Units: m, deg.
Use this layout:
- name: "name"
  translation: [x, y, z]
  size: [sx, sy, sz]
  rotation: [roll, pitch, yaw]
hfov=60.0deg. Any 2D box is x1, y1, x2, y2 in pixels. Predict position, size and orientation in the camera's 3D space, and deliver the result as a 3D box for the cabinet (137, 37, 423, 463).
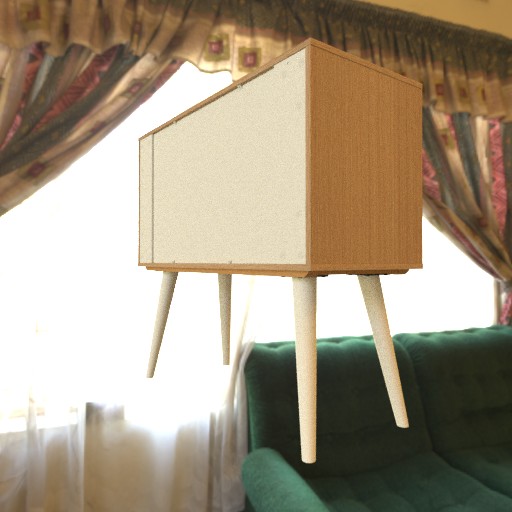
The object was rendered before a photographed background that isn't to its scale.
- name: "cabinet"
  translation: [0.000, 0.000, 1.601]
  size: [0.470, 1.016, 1.057]
  rotation: [1, -1, -37]
